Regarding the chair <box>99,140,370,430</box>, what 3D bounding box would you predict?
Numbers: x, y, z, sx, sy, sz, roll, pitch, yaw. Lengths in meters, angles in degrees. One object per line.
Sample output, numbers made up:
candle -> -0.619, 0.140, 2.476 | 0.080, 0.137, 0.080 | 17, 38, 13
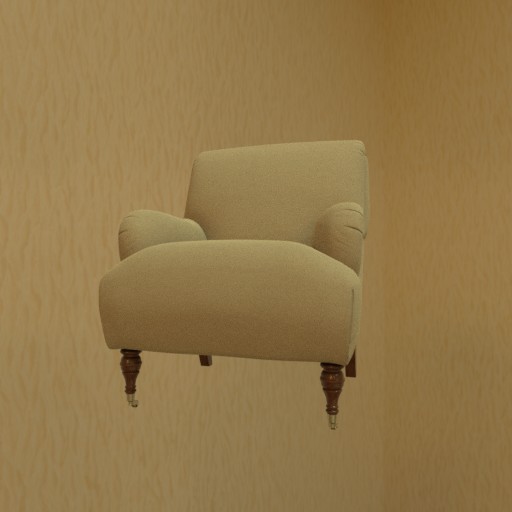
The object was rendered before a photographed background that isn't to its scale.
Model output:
chair -> 0.000, 0.000, 1.566 | 0.766, 0.942, 0.842 | 0, 0, 17
